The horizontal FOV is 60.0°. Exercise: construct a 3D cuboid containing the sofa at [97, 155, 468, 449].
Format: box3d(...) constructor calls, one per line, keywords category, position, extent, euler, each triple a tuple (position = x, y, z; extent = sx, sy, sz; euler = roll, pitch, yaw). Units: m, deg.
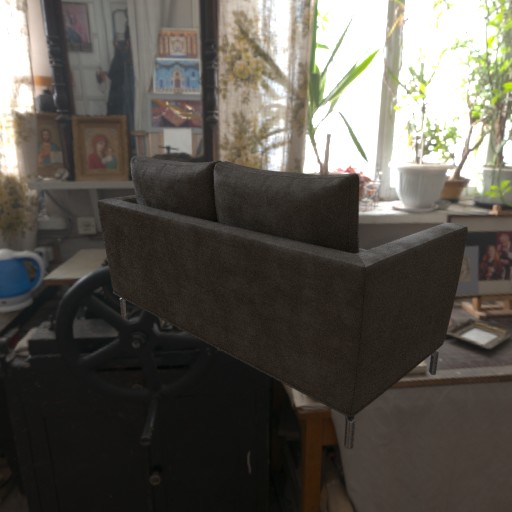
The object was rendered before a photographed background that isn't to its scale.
box3d(category="sofa", position=(0.000, 0.000, 2.349), extent=(1.832, 1.013, 0.855), euler=(16, 23, 43))
